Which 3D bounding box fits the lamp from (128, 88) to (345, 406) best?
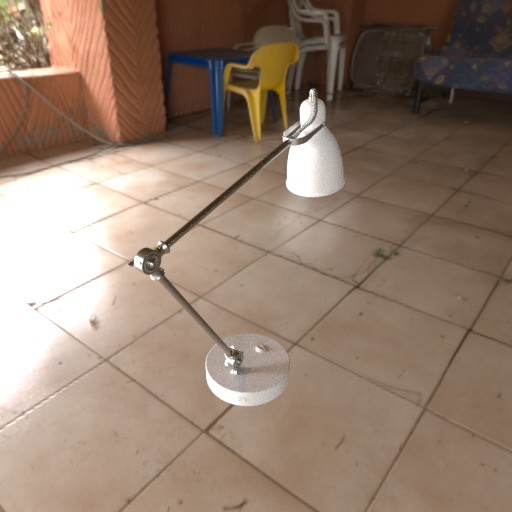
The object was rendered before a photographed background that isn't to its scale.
[{"bbox_3d":[0.000,0.000,0.874,0.187,0.587,0.561,21,36,31],"label":"lamp"}]
